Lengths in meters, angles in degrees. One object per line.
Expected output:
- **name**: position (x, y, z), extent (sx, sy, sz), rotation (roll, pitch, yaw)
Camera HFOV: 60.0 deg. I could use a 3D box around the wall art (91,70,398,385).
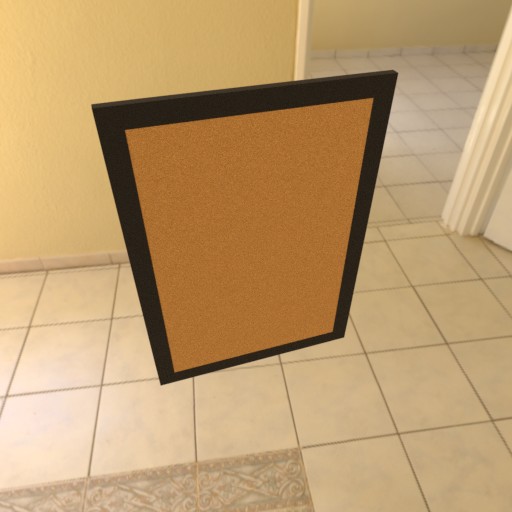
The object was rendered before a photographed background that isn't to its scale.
- **wall art**: position (0.000, 0.000, 0.705), extent (0.380, 0.534, 0.013), rotation (-12, 42, -13)
